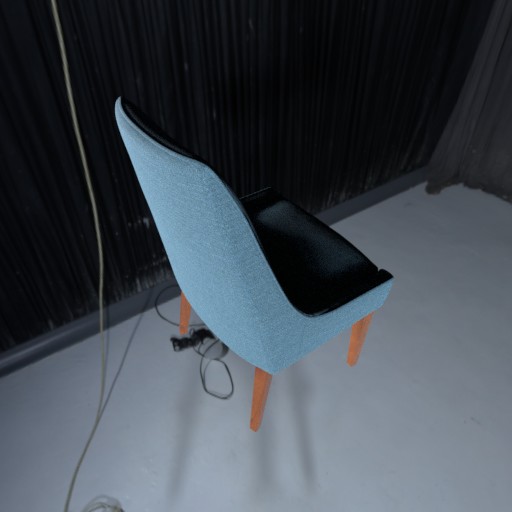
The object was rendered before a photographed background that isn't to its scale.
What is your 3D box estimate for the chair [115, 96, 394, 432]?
[{"bbox_3d":[0.000,0.000,1.179,0.544,0.861,0.529,-26,48,-26],"label":"chair"}]
